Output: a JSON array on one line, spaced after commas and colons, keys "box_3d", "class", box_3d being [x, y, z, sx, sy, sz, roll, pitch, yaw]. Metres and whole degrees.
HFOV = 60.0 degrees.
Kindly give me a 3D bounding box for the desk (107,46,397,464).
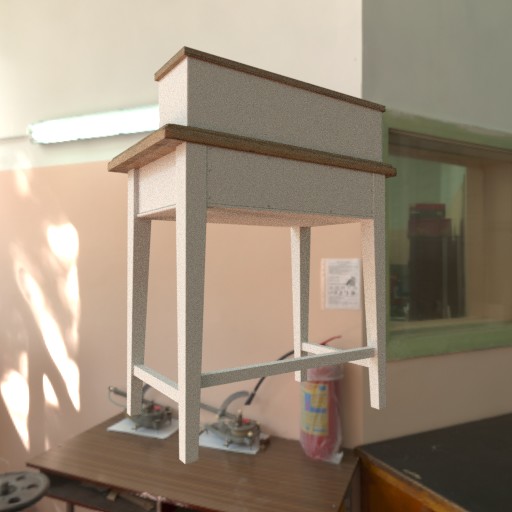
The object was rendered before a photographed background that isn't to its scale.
[{"box_3d": [0.000, 0.000, 1.427, 0.814, 0.981, 0.462, 0, -1, -34], "class": "desk"}]
